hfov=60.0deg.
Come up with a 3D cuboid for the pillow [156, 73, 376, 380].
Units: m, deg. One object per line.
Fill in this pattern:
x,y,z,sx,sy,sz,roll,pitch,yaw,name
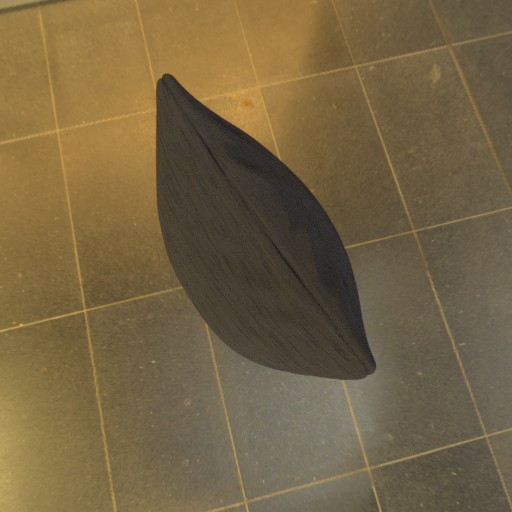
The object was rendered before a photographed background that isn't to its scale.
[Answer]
0.000,0.000,0.693,0.246,0.414,0.432,-33,78,-8,pillow
